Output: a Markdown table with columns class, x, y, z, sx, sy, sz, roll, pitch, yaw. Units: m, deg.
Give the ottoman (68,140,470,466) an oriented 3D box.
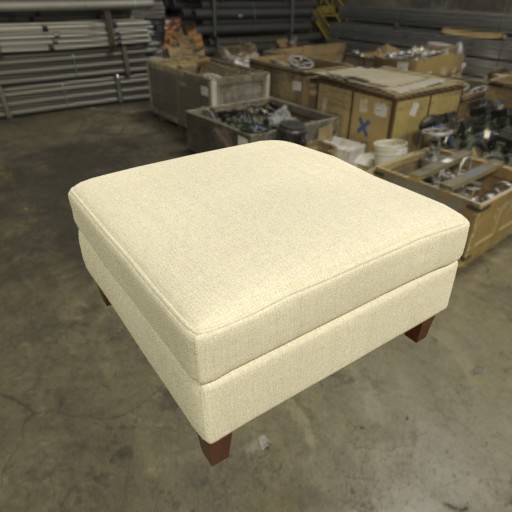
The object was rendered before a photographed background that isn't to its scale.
| class | x | y | z | sx | sy | sz | roll | pitch | yaw |
| --- | --- | --- | --- | --- | --- | --- | --- | --- | --- |
| ottoman | 0.000 | 0.000 | 1.336 | 0.838 | 0.478 | 0.838 | -20 | 37 | -29 |
